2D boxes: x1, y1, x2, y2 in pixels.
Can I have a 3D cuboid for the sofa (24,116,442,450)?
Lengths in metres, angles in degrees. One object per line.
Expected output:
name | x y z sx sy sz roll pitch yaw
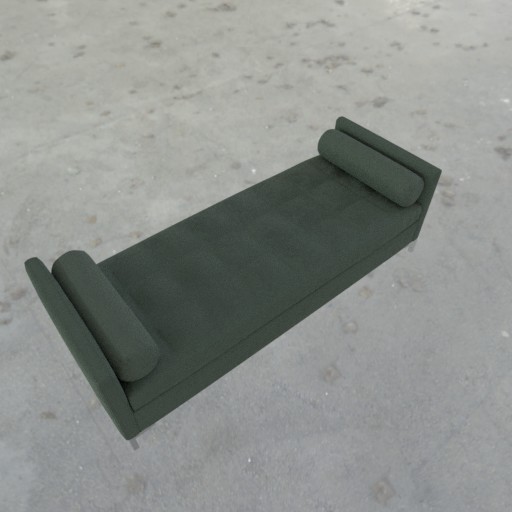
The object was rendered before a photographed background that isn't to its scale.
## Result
sofa | 0.000 0.000 2.464 2.102 0.657 0.797 -30 54 -26
